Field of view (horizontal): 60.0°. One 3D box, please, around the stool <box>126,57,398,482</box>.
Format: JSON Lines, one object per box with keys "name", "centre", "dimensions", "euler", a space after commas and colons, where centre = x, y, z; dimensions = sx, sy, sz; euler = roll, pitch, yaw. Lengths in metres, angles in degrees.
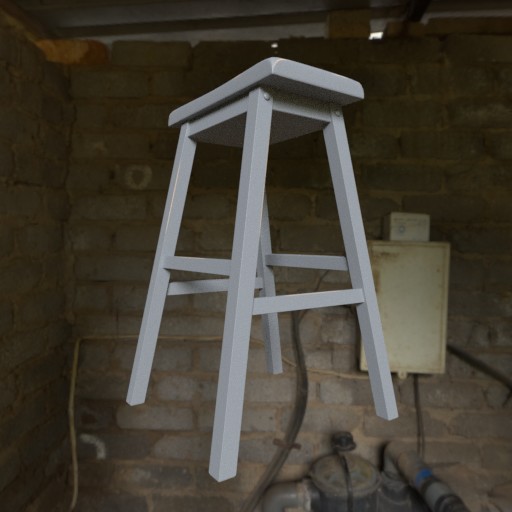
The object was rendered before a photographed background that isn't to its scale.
{"name": "stool", "centre": [0.000, 0.000, 1.052], "dimensions": [0.476, 0.737, 0.457], "euler": [-1, 2, -35]}
